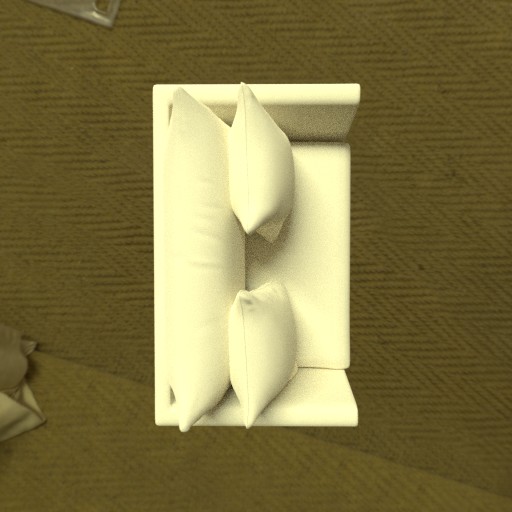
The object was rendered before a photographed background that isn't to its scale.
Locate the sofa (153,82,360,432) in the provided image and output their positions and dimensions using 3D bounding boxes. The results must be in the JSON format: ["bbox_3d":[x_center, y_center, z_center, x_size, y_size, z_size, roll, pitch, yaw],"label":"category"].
[{"bbox_3d":[0.000,0.000,2.282,1.026,1.039,1.608,0,92,1],"label":"sofa"}]
